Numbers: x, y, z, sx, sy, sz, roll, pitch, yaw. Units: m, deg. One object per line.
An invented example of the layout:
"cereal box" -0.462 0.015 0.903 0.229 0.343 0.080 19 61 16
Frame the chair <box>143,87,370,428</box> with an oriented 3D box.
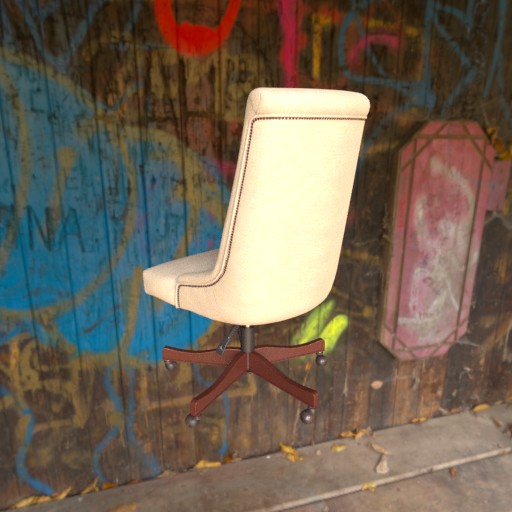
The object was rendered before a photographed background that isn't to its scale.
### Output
"chair" 0.000 0.000 1.487 0.645 1.010 0.696 -16 22 -43
